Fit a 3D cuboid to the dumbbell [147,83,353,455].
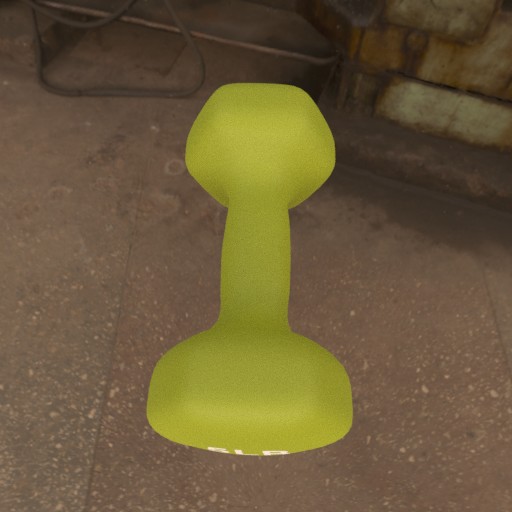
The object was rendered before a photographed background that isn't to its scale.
[{"bbox_3d":[0.000,0.000,0.202,0.080,0.072,0.164,2,60,1],"label":"dumbbell"}]
